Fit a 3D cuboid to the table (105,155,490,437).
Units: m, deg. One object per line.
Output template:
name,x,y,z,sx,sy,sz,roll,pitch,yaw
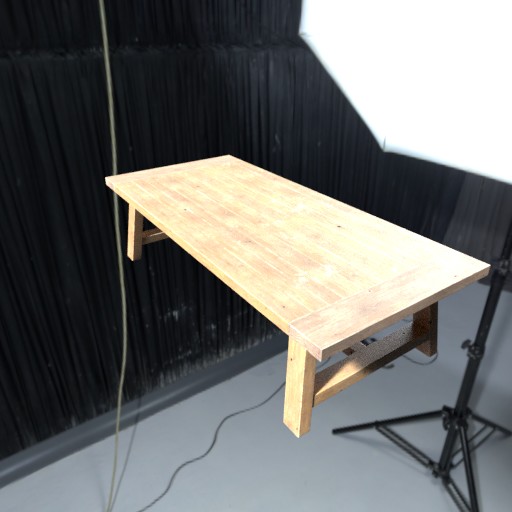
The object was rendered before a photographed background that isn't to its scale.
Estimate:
table,0.000,0.000,2.160,0.820,0.465,1.800,-18,33,-30
